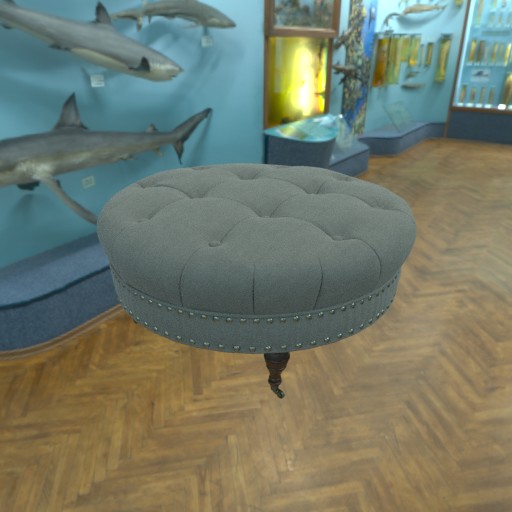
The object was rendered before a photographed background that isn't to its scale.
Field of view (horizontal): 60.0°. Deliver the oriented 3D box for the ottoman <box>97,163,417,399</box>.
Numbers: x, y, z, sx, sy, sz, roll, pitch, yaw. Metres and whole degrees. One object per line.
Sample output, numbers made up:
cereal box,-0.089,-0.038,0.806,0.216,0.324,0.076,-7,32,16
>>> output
ottoman,0.000,0.000,1.366,0.901,0.439,0.901,0,25,0
